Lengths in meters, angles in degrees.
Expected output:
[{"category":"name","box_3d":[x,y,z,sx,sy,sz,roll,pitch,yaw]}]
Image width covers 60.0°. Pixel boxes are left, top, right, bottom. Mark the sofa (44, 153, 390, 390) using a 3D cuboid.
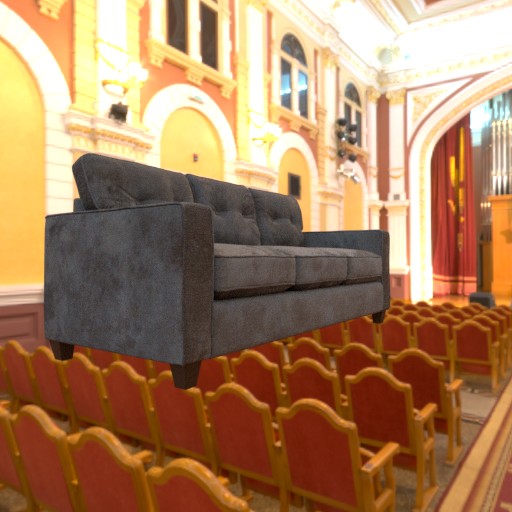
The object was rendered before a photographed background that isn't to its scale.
[{"category":"sofa","box_3d":[0.000,0.000,2.639,0.939,0.965,2.133,0,0,36]}]
